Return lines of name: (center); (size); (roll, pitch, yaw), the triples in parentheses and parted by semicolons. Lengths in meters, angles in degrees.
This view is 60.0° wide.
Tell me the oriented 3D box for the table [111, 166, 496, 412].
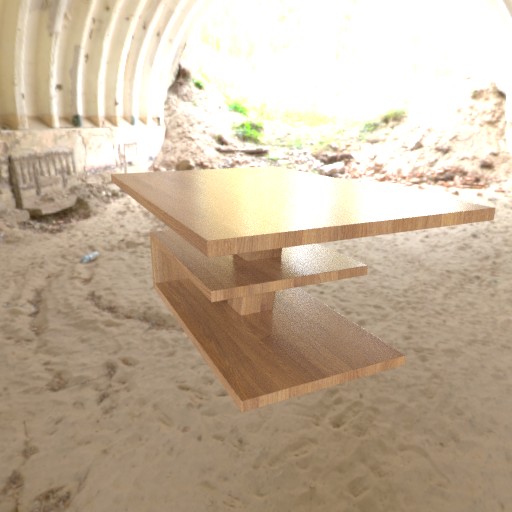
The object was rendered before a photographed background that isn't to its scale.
table: (0.000, 0.000, 1.416); (0.700, 0.442, 1.100); (-8, 18, -24)
